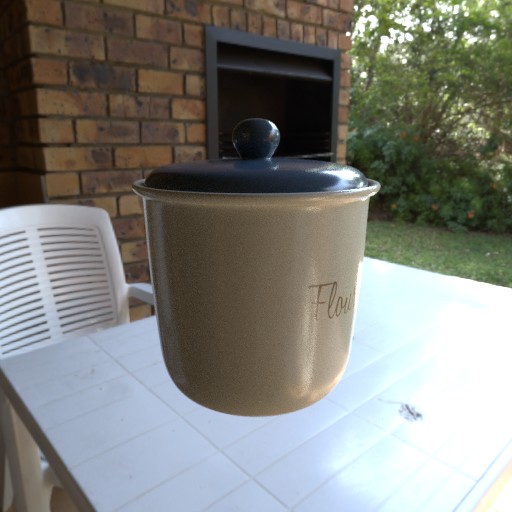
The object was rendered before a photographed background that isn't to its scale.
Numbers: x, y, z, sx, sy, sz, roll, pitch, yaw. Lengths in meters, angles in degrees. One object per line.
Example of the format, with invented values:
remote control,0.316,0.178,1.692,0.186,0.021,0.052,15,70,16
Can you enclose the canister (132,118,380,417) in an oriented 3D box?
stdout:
canister,0.000,0.000,0.350,0.182,0.208,0.182,0,15,0
